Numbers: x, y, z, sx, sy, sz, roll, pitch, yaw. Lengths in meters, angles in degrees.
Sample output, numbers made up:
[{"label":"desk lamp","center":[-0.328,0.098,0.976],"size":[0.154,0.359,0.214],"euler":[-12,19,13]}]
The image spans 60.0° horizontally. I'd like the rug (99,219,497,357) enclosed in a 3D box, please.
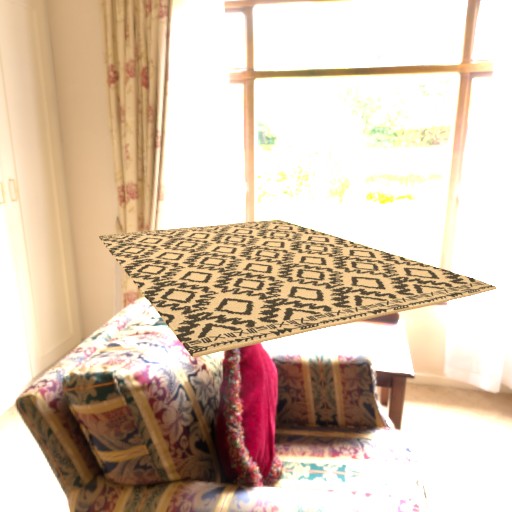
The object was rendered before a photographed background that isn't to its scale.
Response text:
[{"label":"rug","center":[0.000,0.000,4.252],"size":[2.444,0.036,3.369],"euler":[-7,16,-26]}]
